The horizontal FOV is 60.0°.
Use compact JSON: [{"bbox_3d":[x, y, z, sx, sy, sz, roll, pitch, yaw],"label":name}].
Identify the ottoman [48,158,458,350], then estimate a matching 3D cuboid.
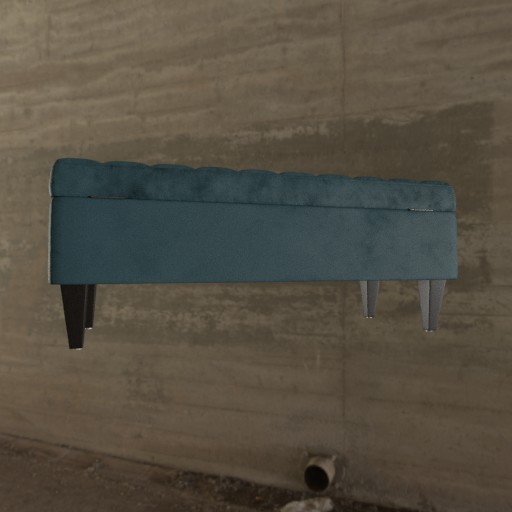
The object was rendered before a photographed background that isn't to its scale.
[{"bbox_3d":[0.000,0.000,1.410,1.151,0.469,0.482,0,-1,-17],"label":"ottoman"}]
